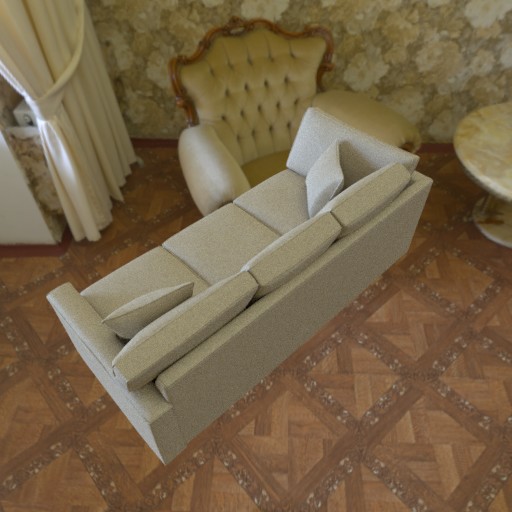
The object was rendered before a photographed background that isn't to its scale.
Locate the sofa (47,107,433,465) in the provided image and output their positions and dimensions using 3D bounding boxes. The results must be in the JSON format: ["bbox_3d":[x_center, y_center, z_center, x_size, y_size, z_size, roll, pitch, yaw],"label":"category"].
[{"bbox_3d":[0.000,0.000,2.880,2.323,0.948,1.053,-35,56,-28],"label":"sofa"}]
